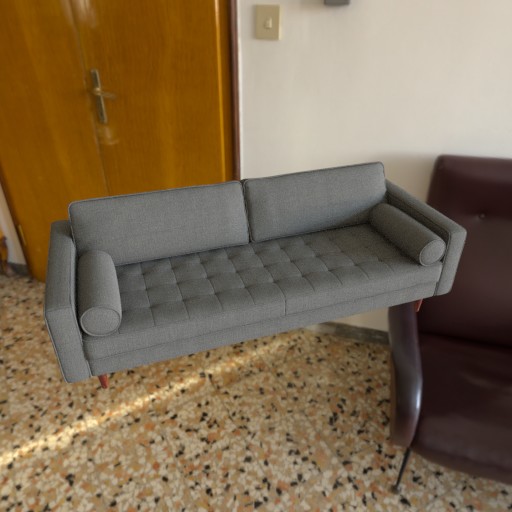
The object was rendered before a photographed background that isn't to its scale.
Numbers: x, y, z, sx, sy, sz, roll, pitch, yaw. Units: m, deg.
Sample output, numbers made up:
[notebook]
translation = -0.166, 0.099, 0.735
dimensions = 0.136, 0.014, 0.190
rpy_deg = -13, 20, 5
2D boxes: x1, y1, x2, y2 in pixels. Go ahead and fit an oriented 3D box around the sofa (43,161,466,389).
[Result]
[sofa]
translation = 0.000, 0.000, 2.592
dimensions = 2.198, 0.762, 0.914
rpy_deg = -10, 33, -16
